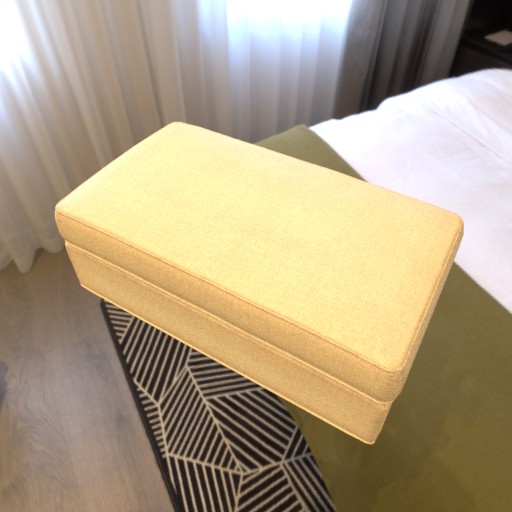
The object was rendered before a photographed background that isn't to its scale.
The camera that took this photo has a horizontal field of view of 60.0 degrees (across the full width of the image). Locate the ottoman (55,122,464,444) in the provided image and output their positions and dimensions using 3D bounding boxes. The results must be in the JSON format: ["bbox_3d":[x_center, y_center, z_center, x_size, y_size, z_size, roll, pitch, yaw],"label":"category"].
[{"bbox_3d":[0.000,0.000,1.431,1.097,0.448,0.617,23,51,21],"label":"ottoman"}]
